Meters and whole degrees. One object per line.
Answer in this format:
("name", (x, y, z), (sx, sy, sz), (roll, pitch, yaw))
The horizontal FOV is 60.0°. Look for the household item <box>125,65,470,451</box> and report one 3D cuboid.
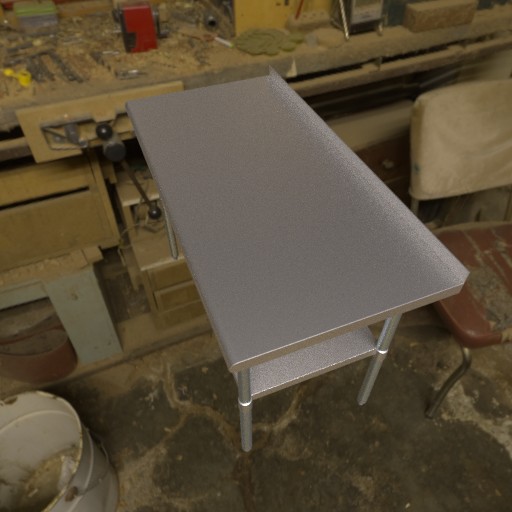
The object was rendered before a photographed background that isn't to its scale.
("household item", (0.000, 0.000, 1.672), (0.610, 0.851, 1.219), (-16, 49, -15))
